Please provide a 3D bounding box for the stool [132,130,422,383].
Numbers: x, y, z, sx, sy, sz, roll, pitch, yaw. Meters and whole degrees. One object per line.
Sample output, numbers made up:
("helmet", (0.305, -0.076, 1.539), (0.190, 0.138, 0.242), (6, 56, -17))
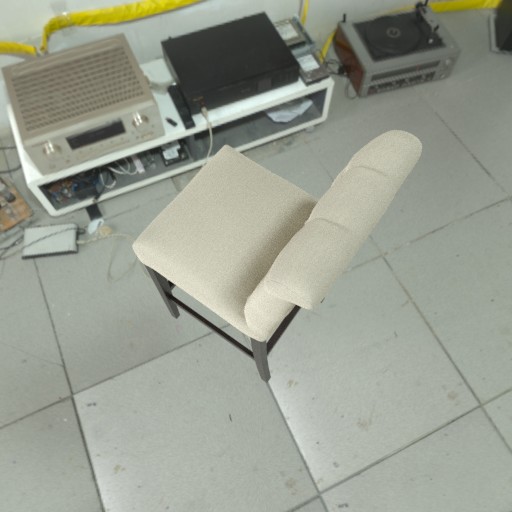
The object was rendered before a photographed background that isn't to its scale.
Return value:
("stool", (0.000, 0.000, 1.451), (0.610, 1.118, 0.482), (33, 68, 15))
